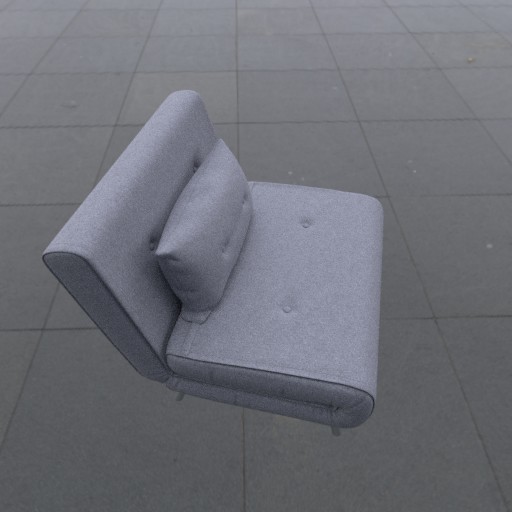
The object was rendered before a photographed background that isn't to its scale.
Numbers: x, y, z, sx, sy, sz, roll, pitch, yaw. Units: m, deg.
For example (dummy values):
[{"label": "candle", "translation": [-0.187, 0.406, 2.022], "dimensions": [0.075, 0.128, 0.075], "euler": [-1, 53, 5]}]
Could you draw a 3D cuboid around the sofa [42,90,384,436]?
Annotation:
[{"label": "sofa", "translation": [0.000, 0.000, 1.740], "dimensions": [1.000, 0.825, 1.020], "euler": [9, 46, 9]}]
